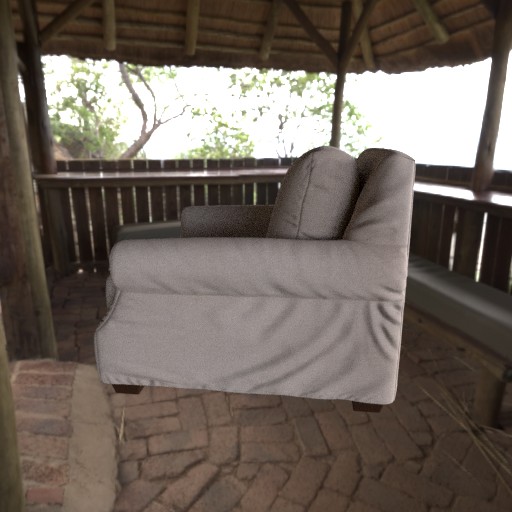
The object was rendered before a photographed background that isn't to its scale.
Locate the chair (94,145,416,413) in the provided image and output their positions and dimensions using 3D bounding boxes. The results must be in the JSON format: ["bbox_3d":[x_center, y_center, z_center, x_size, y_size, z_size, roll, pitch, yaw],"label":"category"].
[{"bbox_3d":[0.000,0.000,1.790,1.066,0.866,0.940,2,15,7],"label":"chair"}]
